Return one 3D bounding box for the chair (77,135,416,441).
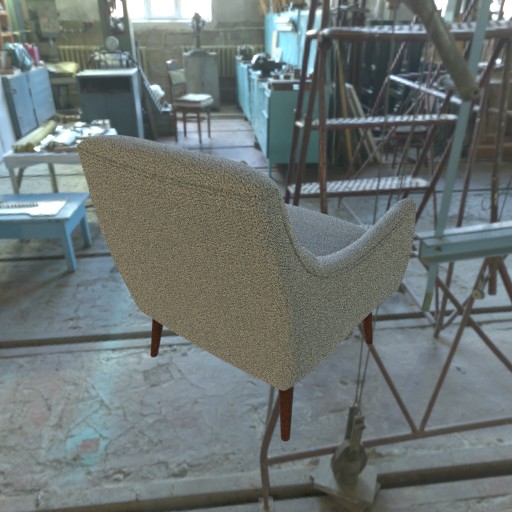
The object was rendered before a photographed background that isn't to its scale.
[{"bbox_3d":[0.000,0.000,1.438,0.762,0.838,0.787,21,35,33],"label":"chair"}]
